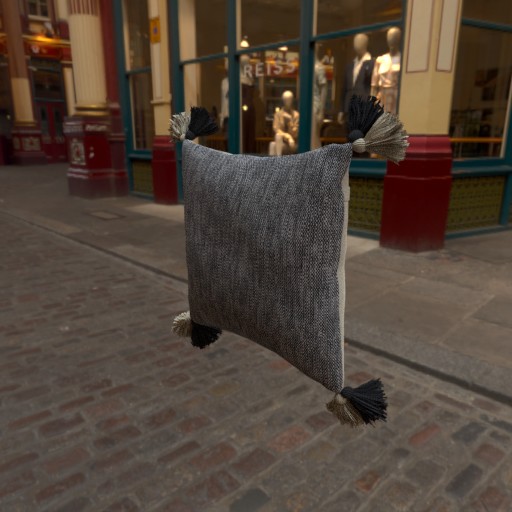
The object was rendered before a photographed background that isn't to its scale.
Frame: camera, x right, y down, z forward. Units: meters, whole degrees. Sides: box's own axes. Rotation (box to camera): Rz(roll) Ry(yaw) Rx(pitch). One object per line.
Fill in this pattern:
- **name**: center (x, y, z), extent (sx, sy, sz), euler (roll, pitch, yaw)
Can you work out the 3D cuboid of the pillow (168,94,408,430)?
- **pillow**: center (0.000, 0.000, 0.977), extent (0.654, 0.659, 0.170), euler (15, 22, 42)
